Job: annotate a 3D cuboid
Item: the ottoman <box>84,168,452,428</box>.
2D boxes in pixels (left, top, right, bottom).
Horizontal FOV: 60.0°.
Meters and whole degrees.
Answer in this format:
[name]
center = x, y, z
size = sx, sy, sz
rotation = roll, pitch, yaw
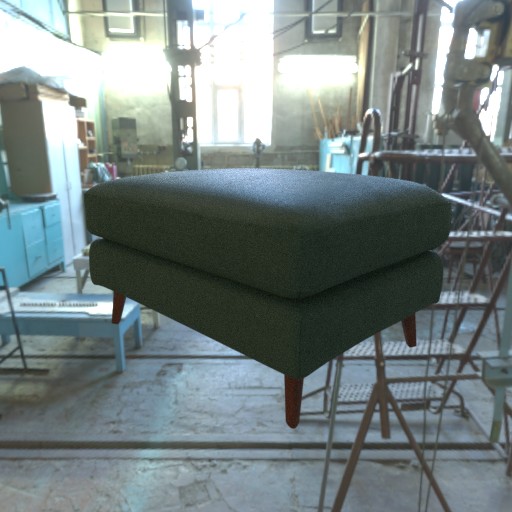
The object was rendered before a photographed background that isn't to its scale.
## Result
[ottoman]
center = 0.000, 0.000, 1.183
size = 0.608, 0.449, 0.811
rotation = -14, 20, -43
